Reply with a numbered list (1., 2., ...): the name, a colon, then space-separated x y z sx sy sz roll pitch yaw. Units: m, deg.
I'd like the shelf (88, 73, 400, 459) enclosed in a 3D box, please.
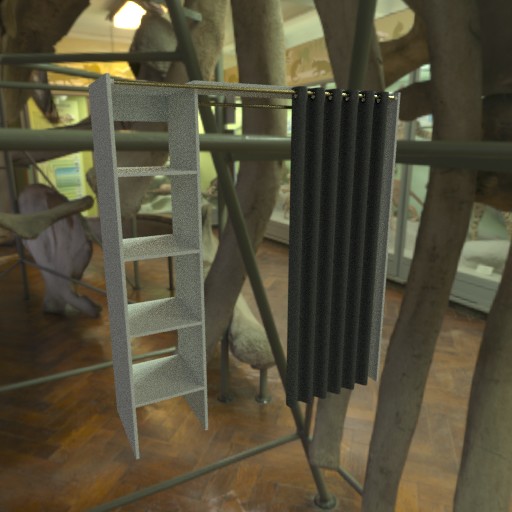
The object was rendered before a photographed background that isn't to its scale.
1. shelf: 0.000 0.000 2.550 1.600 1.810 0.500 -8 16 -27
